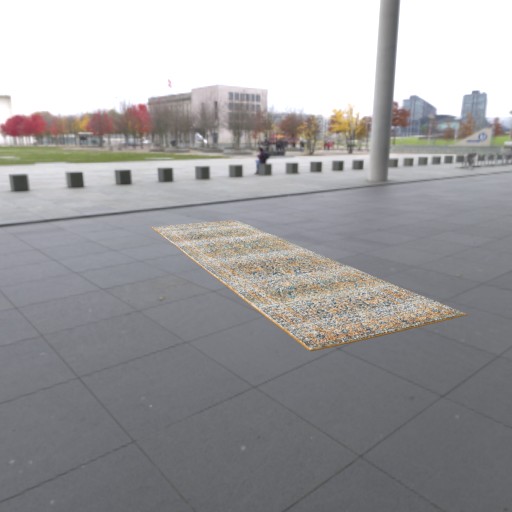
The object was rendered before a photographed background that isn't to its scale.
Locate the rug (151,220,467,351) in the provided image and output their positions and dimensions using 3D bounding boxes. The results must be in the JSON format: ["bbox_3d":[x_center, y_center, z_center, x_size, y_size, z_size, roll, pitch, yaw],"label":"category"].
[{"bbox_3d":[0.000,0.000,2.547,0.704,0.014,2.294,-7,16,-24],"label":"rug"}]
